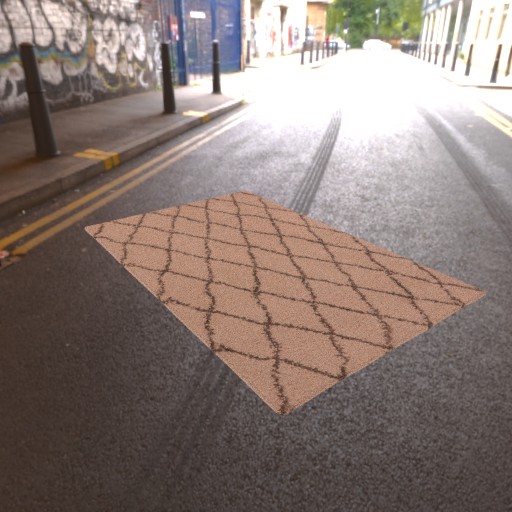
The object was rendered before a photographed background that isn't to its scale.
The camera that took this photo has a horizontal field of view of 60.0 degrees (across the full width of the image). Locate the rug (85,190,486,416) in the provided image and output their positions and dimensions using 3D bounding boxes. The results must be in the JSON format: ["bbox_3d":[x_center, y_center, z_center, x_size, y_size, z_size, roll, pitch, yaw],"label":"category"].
[{"bbox_3d":[0.000,0.000,3.447,1.778,0.030,2.743,-18,32,-33],"label":"rug"}]
